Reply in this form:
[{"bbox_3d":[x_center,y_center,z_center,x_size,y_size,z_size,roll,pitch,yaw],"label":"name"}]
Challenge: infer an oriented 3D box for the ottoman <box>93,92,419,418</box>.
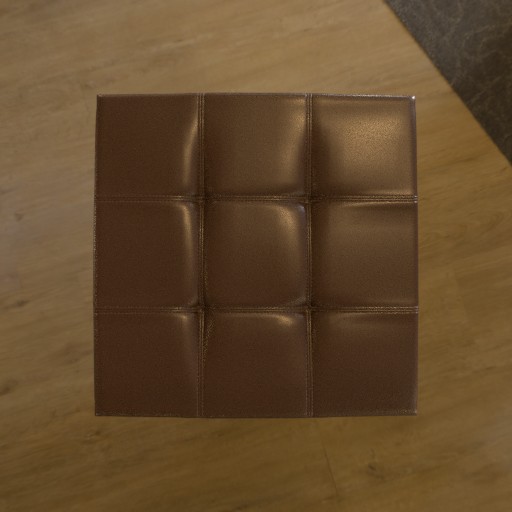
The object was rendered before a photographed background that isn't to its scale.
[{"bbox_3d":[0.000,0.000,1.273,0.787,0.460,0.788,0,89,0],"label":"ottoman"}]
